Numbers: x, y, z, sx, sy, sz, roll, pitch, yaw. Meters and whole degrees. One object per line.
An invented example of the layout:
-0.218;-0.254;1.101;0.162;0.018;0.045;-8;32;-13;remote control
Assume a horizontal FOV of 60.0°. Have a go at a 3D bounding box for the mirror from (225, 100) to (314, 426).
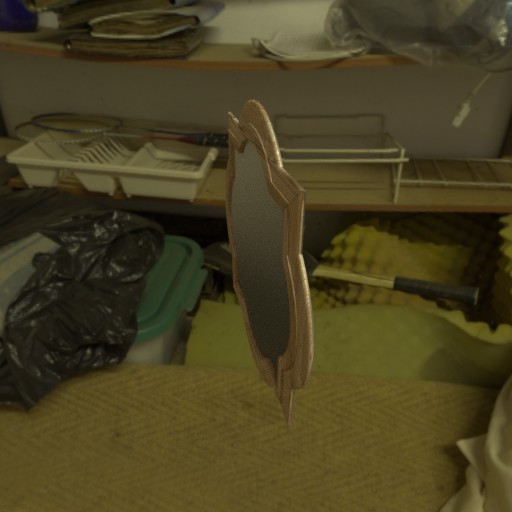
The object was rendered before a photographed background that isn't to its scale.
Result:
0.000;0.000;1.050;0.019;0.686;0.686;-8;32;-13;mirror
